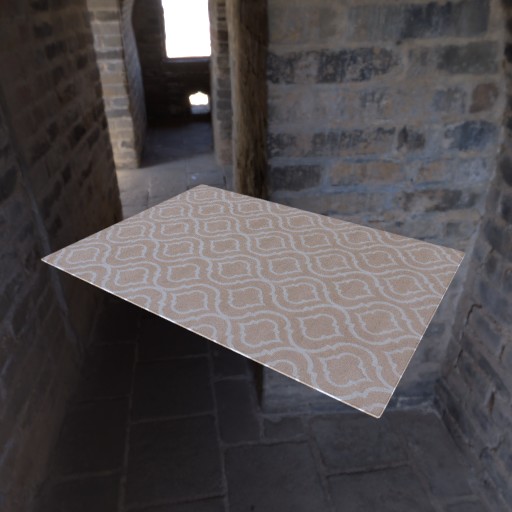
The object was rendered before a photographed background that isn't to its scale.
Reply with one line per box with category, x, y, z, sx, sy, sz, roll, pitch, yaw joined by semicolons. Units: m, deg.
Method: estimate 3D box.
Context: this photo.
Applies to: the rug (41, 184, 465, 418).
rug;0.000;0.000;2.731;2.134;0.010;1.524;18;35;29
